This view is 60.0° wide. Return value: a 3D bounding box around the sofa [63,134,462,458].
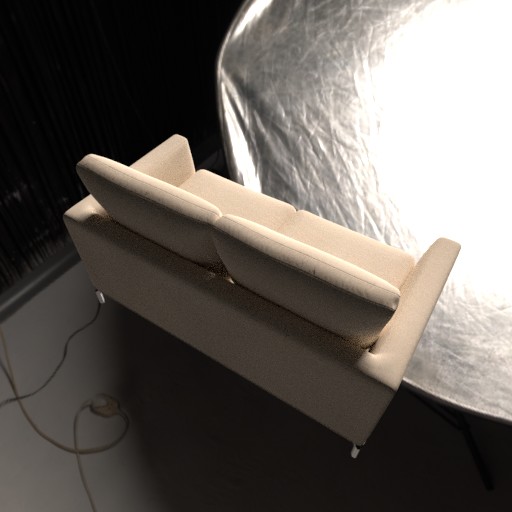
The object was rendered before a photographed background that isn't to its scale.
[{"bbox_3d":[0.000,0.000,2.278,1.739,0.995,0.906,25,52,21],"label":"sofa"}]
